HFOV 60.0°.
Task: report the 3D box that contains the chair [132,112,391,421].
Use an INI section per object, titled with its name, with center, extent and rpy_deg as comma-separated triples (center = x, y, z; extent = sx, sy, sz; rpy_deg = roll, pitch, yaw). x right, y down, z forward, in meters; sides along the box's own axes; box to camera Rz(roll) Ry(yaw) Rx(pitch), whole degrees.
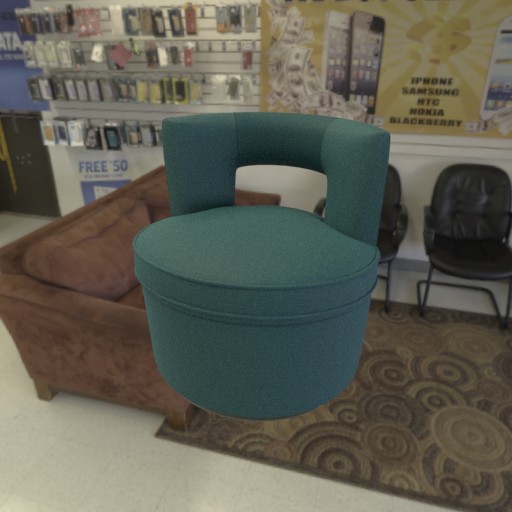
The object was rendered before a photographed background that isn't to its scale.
[chair]
center = 0.000, 0.000, 1.268
extent = 0.684, 0.711, 0.660
rpy_deg = 9, 27, 17
